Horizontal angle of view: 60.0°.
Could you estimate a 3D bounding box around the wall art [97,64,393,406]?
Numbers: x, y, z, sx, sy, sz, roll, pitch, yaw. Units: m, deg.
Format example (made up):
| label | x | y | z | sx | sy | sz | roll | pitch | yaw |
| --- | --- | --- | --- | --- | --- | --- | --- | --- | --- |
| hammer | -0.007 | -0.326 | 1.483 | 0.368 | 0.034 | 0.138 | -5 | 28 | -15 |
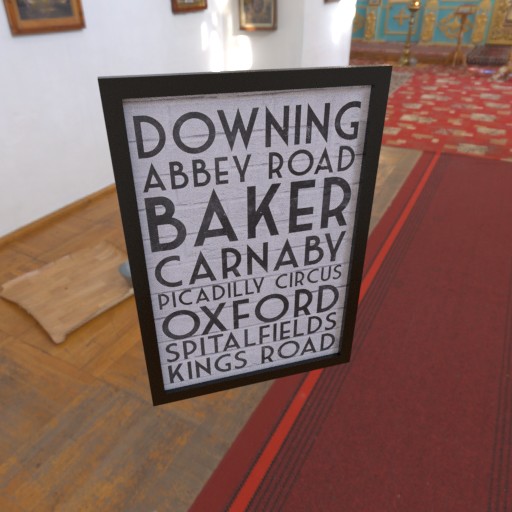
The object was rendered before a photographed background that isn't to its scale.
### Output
| label | x | y | z | sx | sy | sz | roll | pitch | yaw |
| --- | --- | --- | --- | --- | --- | --- | --- | --- | --- |
| wall art | 0.000 | 0.000 | 0.554 | 0.304 | 0.432 | 0.013 | -9 | 32 | -14 |
